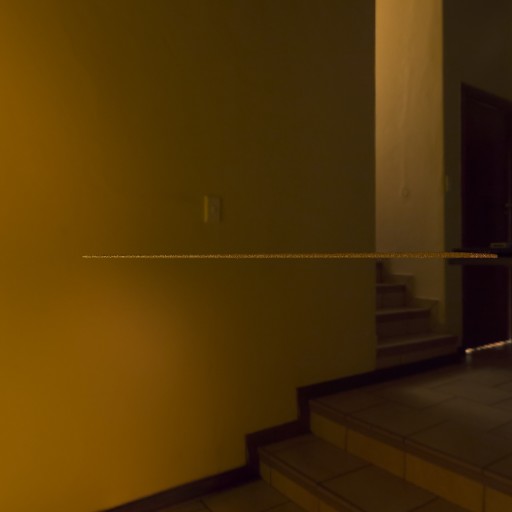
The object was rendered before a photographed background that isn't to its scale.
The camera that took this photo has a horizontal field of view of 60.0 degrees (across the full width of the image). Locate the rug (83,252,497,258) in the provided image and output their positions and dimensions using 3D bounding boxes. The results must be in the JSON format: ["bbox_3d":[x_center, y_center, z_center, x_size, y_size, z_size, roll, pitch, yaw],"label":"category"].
[{"bbox_3d":[0.000,0.000,2.463,2.297,0.019,0.659,0,0,36],"label":"rug"}]
